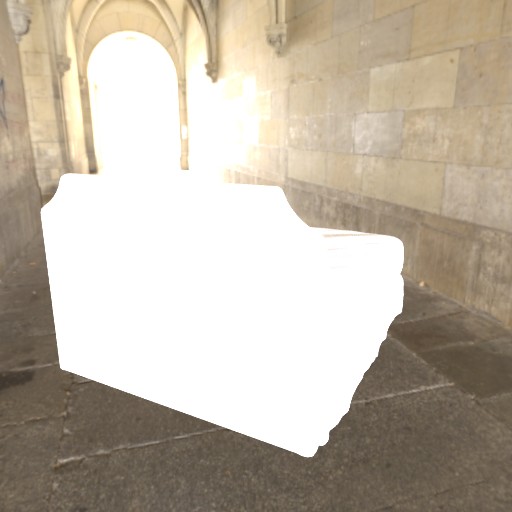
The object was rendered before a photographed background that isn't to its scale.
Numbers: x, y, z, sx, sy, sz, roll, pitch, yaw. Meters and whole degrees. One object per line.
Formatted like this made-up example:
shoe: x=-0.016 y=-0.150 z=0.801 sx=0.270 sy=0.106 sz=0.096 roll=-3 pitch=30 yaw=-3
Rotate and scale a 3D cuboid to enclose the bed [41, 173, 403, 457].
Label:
bed: x=0.000 y=0.000 z=3.804 sx=2.134 sy=1.524 sz=2.548 roll=8 pitch=18 yaw=27
